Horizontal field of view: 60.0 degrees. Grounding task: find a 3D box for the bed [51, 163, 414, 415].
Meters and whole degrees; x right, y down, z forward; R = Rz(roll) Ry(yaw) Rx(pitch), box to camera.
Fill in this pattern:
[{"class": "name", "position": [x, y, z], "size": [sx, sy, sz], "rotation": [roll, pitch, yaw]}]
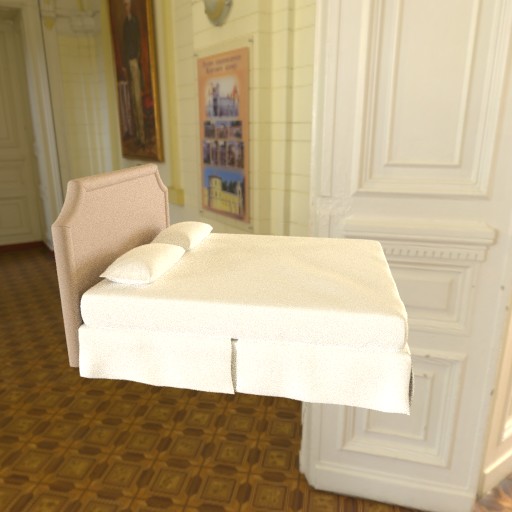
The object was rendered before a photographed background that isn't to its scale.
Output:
[{"class": "bed", "position": [0.000, 0.000, 4.286], "size": [2.773, 1.590, 2.350], "rotation": [3, 17, 10]}]
